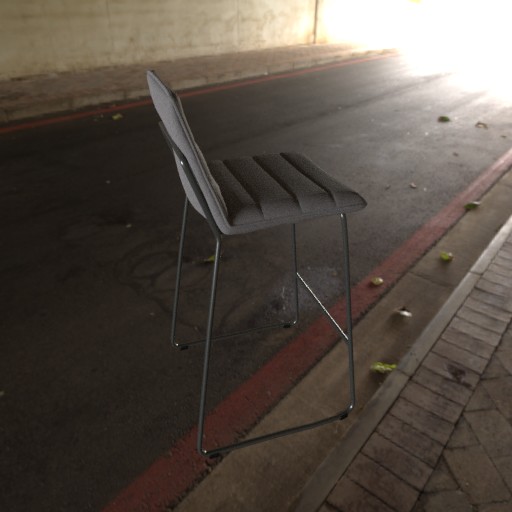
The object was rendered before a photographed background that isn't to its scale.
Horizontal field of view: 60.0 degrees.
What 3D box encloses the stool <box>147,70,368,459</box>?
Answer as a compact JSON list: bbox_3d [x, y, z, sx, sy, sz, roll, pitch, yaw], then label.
[{"bbox_3d":[0.000,0.000,1.251,0.490,0.960,0.490,-9,31,-16],"label":"stool"}]
